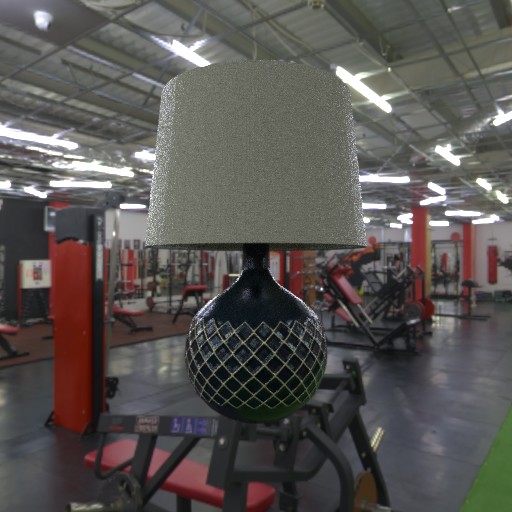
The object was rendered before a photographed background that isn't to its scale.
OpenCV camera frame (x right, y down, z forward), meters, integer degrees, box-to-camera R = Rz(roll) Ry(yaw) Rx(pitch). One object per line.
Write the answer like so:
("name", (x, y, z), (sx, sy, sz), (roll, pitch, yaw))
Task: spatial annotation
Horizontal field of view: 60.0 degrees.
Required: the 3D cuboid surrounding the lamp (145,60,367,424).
("lamp", (0.000, 0.000, 0.773), (0.376, 0.540, 0.376), (0, -1, 0))
